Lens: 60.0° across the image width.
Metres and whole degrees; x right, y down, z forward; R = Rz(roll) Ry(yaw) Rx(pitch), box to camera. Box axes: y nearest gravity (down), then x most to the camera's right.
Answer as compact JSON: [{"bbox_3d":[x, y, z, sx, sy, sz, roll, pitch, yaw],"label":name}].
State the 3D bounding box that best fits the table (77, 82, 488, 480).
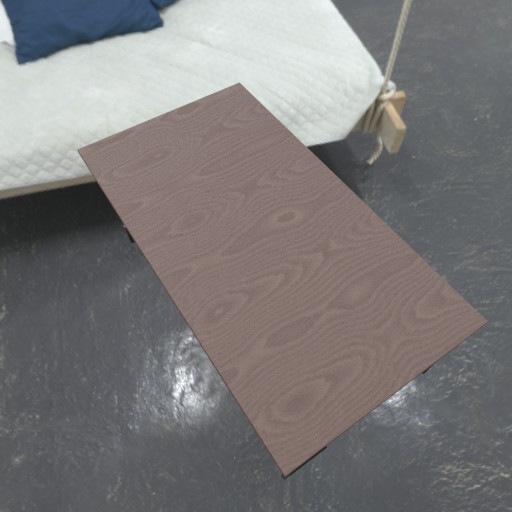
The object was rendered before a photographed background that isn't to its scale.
[{"bbox_3d":[0.000,0.000,1.468,0.651,0.347,1.197,-29,62,-18],"label":"table"}]
